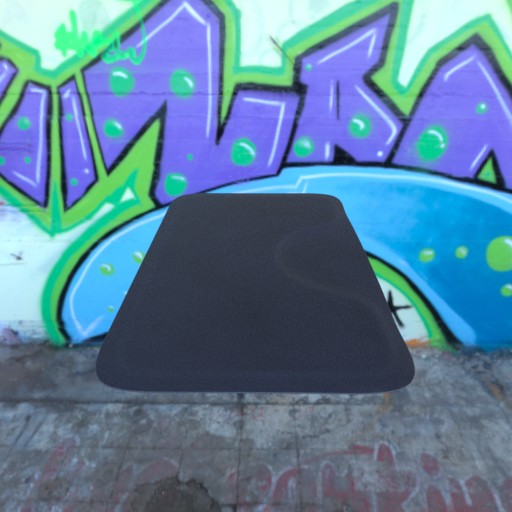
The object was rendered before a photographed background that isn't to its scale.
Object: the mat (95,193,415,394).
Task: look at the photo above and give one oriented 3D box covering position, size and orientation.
[{"bbox_3d":[0.000,0.000,1.828,0.918,0.013,1.524,0,28,0],"label":"mat"}]
